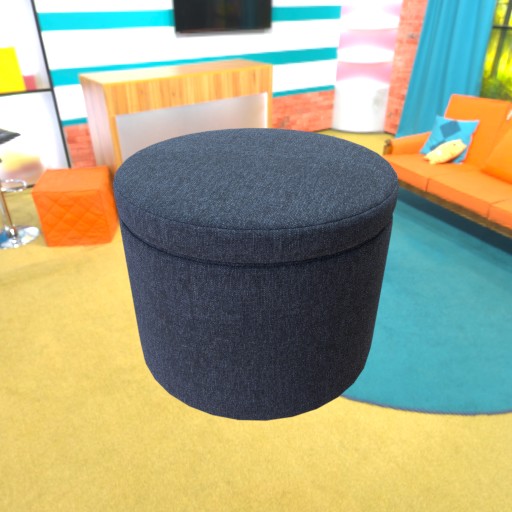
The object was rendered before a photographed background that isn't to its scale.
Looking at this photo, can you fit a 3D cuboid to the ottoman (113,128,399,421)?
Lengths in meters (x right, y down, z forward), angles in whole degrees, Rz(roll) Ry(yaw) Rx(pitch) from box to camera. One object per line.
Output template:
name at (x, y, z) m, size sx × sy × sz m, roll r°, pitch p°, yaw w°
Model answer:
ottoman at (0.000, 0.000, 0.894) m, size 0.500 × 0.419 × 0.500 m, roll 0°, pitch 31°, yaw 0°
